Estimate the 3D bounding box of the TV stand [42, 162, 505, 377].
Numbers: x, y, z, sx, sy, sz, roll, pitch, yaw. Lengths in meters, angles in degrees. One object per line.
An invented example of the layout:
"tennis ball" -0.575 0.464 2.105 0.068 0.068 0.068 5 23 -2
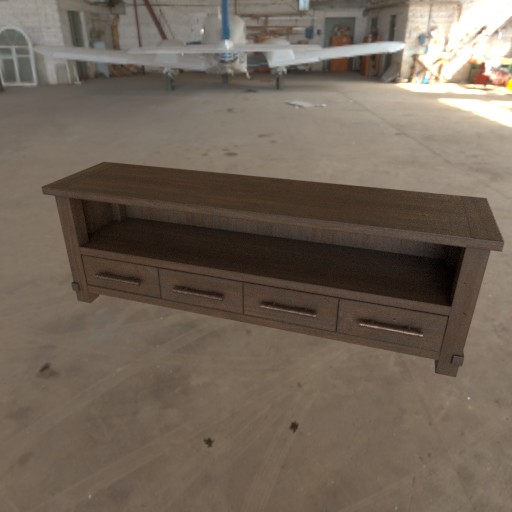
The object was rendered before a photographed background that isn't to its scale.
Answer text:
"TV stand" 0.000 0.000 2.042 1.866 0.615 0.471 8 28 16
